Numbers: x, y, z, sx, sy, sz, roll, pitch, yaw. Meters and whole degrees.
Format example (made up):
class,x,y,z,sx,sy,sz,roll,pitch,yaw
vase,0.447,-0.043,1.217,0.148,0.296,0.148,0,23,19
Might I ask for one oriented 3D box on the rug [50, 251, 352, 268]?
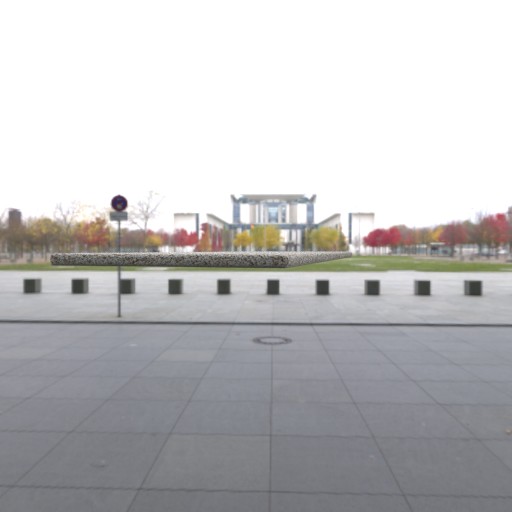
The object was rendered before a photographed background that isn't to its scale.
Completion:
class,x,y,z,sx,sy,sz,roll,pitch,yaw
rug,0.000,0.000,1.736,0.609,0.030,1.524,0,1,17
